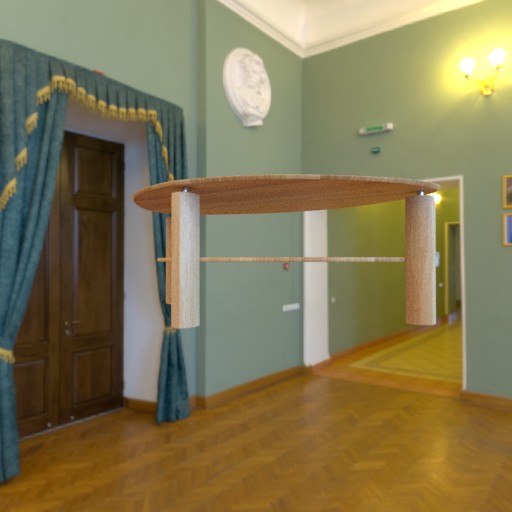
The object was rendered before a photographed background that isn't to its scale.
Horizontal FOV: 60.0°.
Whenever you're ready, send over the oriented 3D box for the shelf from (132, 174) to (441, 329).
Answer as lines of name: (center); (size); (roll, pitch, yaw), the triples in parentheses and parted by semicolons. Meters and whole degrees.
shelf: (0.000, 0.000, 1.653); (1.246, 0.440, 0.845); (0, -1, 36)
